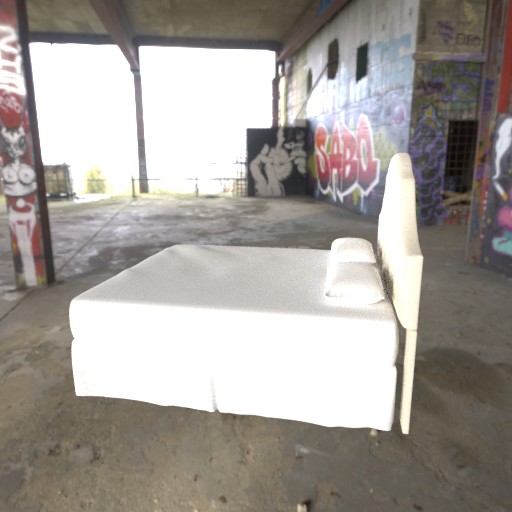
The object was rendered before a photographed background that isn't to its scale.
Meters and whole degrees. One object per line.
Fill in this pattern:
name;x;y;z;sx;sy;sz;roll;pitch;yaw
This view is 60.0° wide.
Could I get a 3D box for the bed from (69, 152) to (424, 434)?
bed;0.000;0.000;3.562;2.214;1.615;2.008;3;13;11
